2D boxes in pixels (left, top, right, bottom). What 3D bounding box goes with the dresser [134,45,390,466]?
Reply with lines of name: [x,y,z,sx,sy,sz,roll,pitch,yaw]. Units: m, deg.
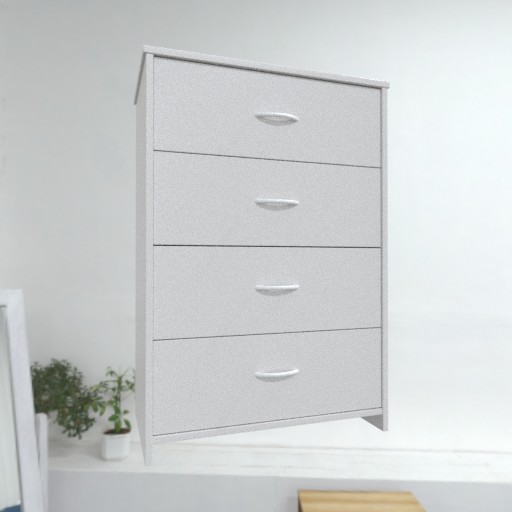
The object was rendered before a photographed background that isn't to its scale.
dresser: [0.000,0.000,1.360,0.704,1.021,0.401,0,-1,-19]
